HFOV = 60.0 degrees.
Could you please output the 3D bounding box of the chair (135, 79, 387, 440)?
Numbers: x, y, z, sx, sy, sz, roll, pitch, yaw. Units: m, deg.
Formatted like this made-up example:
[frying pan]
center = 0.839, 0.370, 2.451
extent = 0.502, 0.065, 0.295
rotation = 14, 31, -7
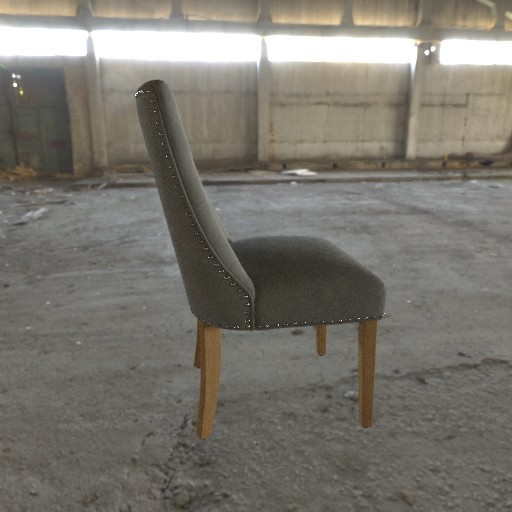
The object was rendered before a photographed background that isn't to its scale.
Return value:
[chair]
center = 0.000, 0.000, 1.283
extent = 0.610, 0.902, 0.495
rotation = -2, 15, -8
